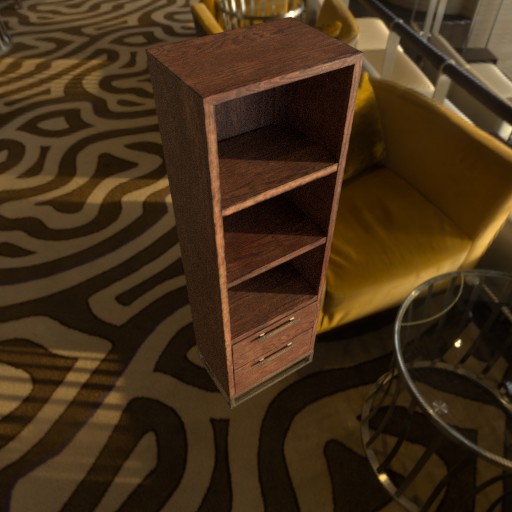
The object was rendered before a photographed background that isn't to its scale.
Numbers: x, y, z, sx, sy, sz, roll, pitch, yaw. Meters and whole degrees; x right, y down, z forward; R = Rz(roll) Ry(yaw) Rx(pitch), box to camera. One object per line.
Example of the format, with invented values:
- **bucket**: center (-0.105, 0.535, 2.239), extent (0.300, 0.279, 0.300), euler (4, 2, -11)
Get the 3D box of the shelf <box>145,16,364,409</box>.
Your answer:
- **shelf**: center (0.000, 0.000, 1.931), extent (0.539, 1.732, 0.395), euler (-24, 51, -22)
